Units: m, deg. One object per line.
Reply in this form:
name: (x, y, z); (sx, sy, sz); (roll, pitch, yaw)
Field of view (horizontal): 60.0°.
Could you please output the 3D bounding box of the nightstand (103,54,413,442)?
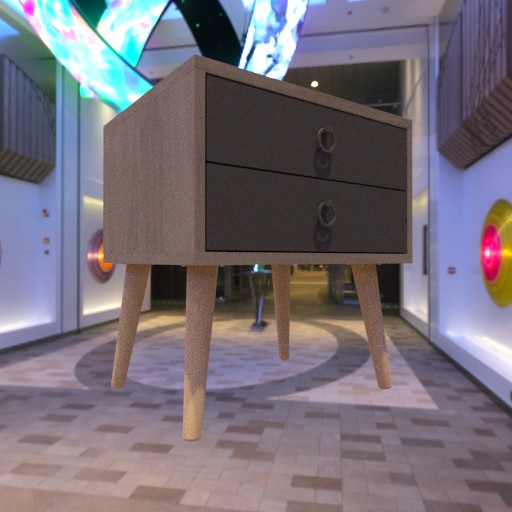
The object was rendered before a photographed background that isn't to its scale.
nightstand: (0.000, 0.000, 0.829); (0.450, 0.500, 0.380); (0, 0, -36)
